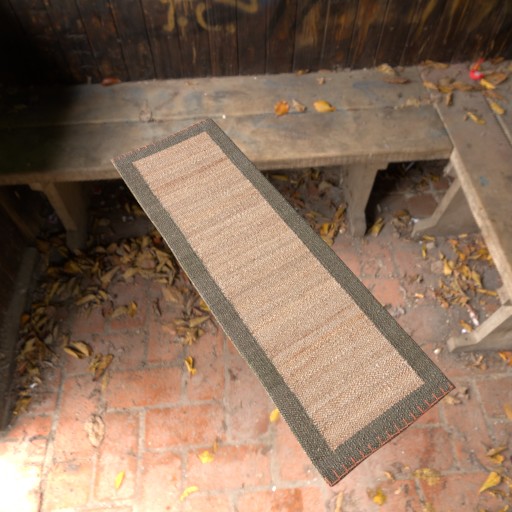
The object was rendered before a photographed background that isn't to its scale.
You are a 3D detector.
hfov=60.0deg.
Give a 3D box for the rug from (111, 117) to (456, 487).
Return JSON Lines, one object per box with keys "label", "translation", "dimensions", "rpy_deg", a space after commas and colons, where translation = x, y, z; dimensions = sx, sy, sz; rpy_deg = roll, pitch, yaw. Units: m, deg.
{"label": "rug", "translation": [0.000, 0.000, 2.630], "dimensions": [0.810, 0.016, 2.413], "rpy_deg": [-29, 62, -17]}
